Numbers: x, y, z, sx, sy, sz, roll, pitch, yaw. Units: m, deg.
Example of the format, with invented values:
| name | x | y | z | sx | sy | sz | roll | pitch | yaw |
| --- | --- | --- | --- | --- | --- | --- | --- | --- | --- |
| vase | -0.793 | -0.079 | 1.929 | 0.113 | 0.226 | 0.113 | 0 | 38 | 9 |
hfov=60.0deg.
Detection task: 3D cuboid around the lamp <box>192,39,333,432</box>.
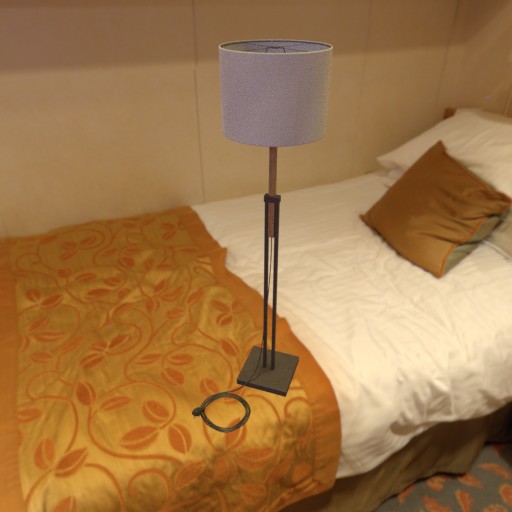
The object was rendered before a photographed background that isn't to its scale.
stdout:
| name | x | y | z | sx | sy | sz | roll | pitch | yaw |
| --- | --- | --- | --- | --- | --- | --- | --- | --- | --- |
| lamp | 0.000 | 0.000 | 1.939 | 0.474 | 1.650 | 0.639 | 10 | 33 | 16 |
